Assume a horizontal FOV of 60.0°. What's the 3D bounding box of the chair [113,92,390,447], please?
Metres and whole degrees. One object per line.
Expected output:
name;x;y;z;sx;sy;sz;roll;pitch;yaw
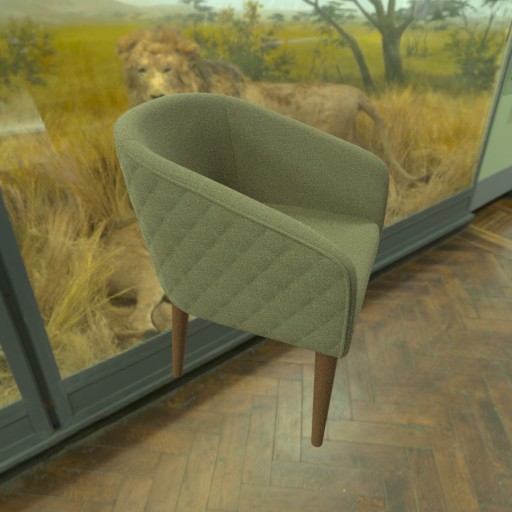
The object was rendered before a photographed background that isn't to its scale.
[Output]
chair;0.000;0.000;1.215;0.616;0.775;0.584;11;33;17
